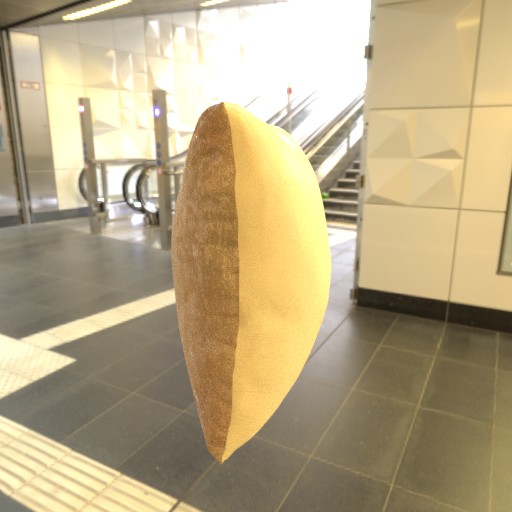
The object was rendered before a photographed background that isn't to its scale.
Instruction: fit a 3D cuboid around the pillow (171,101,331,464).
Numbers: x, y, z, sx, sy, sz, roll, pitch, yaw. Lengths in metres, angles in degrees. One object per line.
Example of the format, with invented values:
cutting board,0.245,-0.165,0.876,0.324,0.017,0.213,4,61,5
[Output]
pillow,0.000,0.000,0.730,0.245,0.448,0.450,2,15,9
